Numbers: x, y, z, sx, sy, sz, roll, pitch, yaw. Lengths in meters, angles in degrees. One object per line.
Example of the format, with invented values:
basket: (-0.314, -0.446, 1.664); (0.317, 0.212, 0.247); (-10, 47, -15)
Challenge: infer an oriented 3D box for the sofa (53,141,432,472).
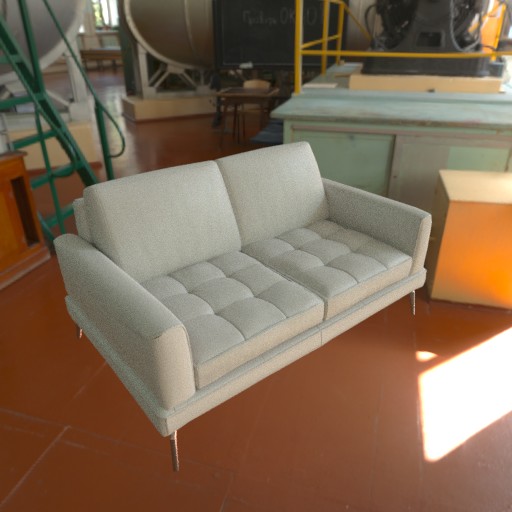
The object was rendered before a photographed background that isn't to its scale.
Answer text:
sofa: (0.000, 0.000, 2.433); (1.819, 0.930, 1.121); (-21, 34, -34)
